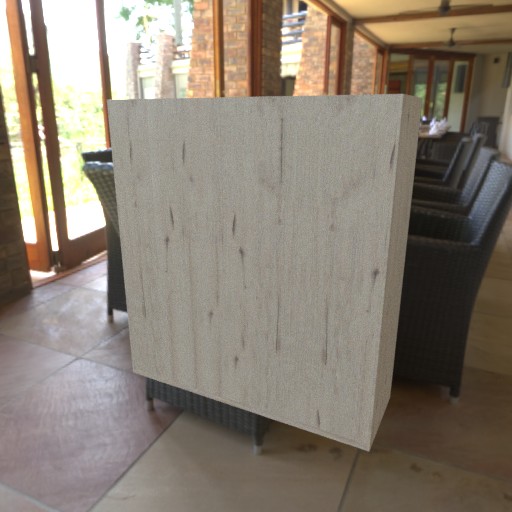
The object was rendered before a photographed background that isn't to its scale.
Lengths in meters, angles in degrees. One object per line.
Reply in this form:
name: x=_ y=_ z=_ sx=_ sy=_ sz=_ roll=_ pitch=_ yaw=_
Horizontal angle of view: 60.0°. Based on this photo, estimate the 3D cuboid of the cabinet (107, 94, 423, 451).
cabinet: x=0.000 y=0.000 z=3.259 sx=2.000 sy=2.180 sz=0.660 roll=9 pitch=20 yaw=26
